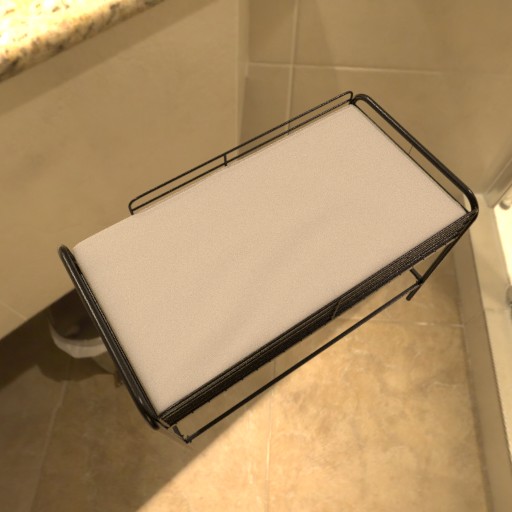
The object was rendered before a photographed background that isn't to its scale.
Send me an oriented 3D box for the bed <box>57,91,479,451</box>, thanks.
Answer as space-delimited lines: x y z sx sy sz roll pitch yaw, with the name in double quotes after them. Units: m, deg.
0.000 0.000 2.869 1.968 1.289 1.393 -30 66 -15 "bed"
